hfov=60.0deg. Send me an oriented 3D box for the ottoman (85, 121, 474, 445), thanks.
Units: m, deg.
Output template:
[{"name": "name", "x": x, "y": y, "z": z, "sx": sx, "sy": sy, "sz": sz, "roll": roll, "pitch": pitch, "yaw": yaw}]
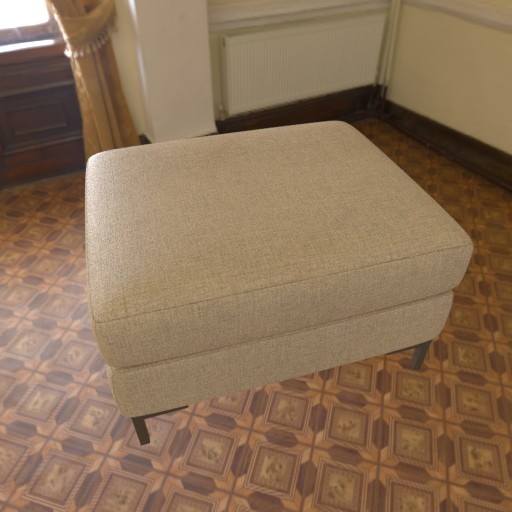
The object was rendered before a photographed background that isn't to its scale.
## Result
[{"name": "ottoman", "x": 0.000, "y": 0.000, "z": 1.207, "sx": 0.820, "sy": 0.490, "sz": 0.671, "roll": -11, "pitch": 42, "yaw": -12}]
